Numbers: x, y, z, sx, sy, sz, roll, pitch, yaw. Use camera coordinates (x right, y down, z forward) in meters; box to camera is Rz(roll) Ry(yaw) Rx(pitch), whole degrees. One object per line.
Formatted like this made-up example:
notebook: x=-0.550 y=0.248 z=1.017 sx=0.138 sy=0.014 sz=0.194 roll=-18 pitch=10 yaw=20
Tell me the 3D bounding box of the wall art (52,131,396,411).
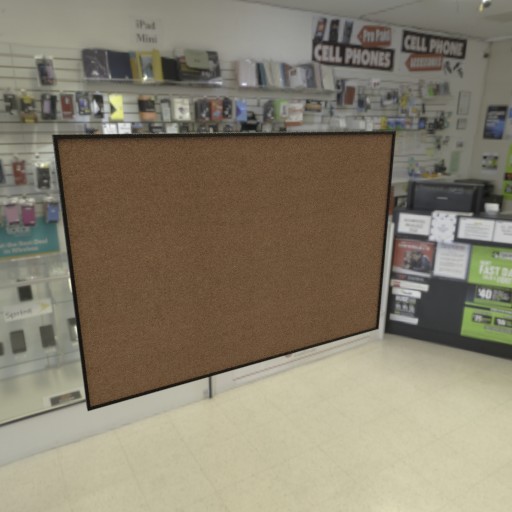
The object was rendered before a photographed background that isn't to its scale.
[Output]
wall art: x=0.000 y=0.000 z=1.229 sx=0.957 sy=0.660 sz=0.019 roll=-9 pitch=19 yaw=-27
